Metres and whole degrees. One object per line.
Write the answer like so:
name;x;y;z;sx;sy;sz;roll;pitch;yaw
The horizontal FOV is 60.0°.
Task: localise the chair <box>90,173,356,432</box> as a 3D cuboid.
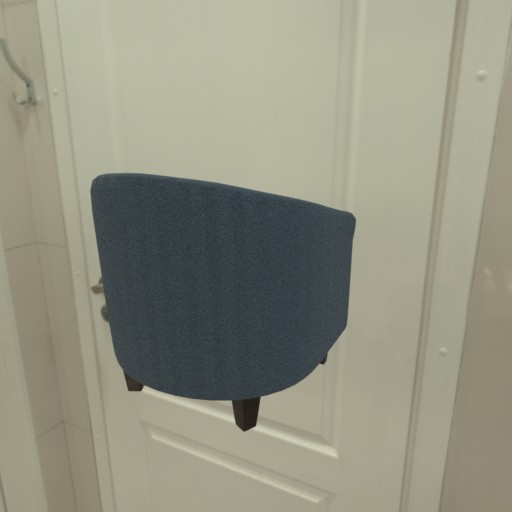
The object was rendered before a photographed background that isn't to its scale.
chair;0.000;0.000;1.735;0.756;0.757;1.288;9;19;26
